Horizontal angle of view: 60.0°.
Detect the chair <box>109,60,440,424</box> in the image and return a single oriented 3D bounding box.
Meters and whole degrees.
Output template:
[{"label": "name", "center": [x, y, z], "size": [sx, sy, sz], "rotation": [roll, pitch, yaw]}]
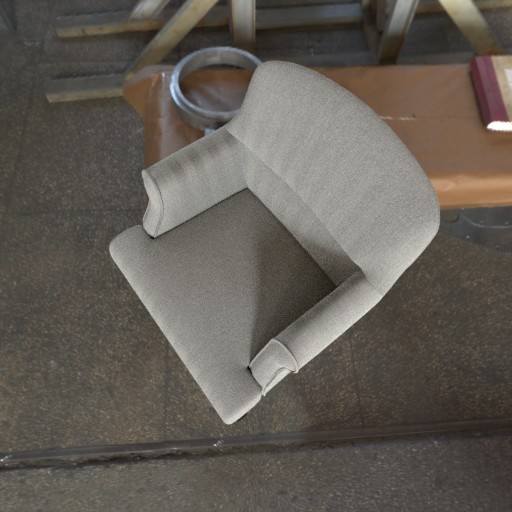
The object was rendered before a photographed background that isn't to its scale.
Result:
[{"label": "chair", "center": [0.000, 0.000, 1.446], "size": [0.755, 0.880, 0.772], "rotation": [-34, 69, -15]}]
